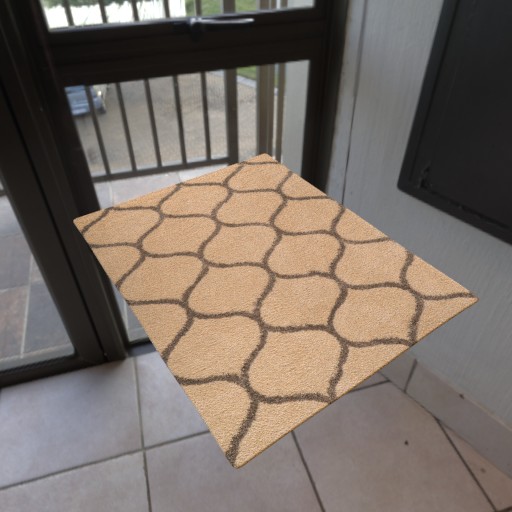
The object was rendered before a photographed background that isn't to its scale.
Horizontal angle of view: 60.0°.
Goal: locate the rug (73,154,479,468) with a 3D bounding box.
[{"bbox_3d":[0.000,0.000,4.040,2.399,0.026,3.000,-25,47,-26],"label":"rug"}]
